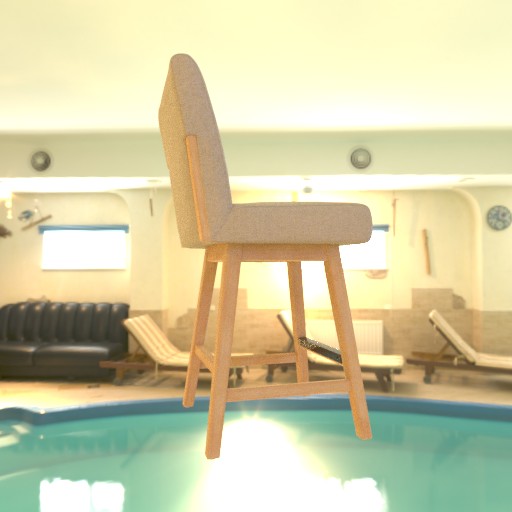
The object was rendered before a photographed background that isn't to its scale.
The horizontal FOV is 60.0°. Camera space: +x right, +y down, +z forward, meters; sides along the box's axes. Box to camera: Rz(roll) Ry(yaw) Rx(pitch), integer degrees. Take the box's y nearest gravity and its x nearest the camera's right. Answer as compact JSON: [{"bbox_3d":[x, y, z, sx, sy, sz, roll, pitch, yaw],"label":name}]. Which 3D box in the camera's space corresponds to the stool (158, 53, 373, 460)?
[{"bbox_3d":[0.000,0.000,1.458,0.606,1.085,0.507,0,-1,-17],"label":"stool"}]
